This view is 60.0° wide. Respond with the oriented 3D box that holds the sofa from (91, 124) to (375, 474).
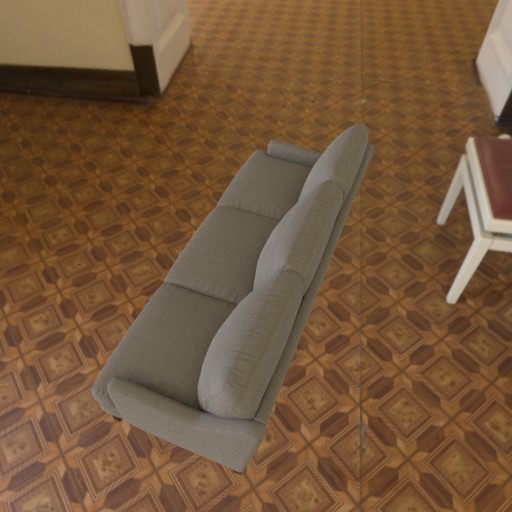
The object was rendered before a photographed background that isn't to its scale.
[{"bbox_3d":[0.000,0.000,2.879,0.987,0.926,2.344,17,50,14],"label":"sofa"}]
